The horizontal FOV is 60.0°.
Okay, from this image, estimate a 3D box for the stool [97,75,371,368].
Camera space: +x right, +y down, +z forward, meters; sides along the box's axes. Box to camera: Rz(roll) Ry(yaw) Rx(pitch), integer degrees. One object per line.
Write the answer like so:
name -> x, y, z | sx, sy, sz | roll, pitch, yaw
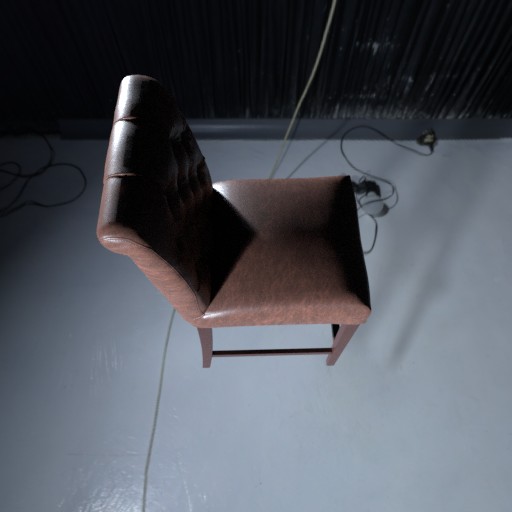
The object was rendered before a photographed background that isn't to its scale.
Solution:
stool -> 0.000, 0.000, 1.439 | 0.660, 1.084, 0.486 | -1, 63, -1
